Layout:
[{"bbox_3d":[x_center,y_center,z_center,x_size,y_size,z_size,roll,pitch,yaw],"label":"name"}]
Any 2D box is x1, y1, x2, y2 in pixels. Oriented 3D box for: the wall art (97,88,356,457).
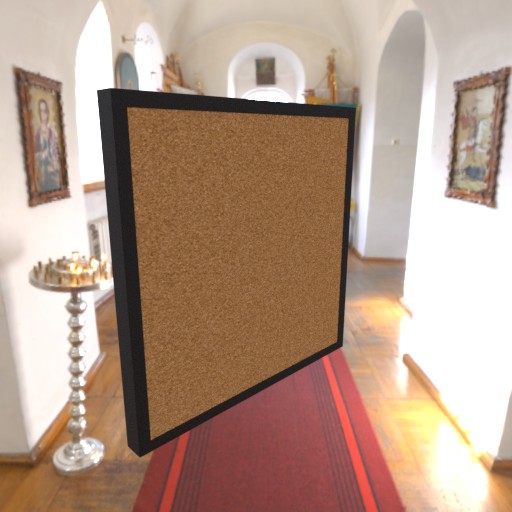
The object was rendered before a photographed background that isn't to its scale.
[{"bbox_3d":[0.000,0.000,0.760,0.506,0.503,0.036,-14,21,-43],"label":"wall art"}]
